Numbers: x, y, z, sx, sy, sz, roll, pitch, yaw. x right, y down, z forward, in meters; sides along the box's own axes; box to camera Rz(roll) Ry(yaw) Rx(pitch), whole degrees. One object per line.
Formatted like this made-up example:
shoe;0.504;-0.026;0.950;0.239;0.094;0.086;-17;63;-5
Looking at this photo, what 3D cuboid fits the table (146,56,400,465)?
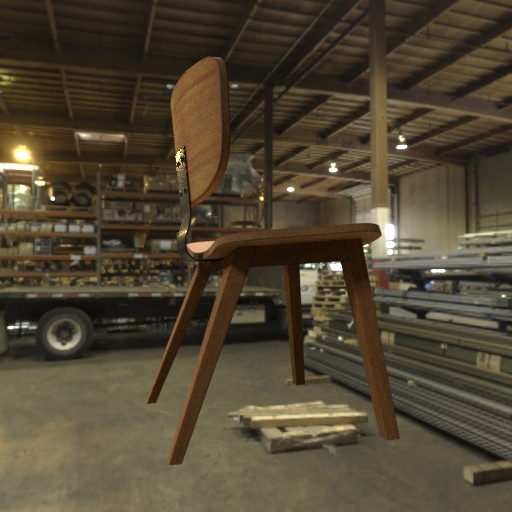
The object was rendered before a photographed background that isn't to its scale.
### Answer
table;0.000;0.000;1.129;0.500;0.805;0.499;0;-1;-20
